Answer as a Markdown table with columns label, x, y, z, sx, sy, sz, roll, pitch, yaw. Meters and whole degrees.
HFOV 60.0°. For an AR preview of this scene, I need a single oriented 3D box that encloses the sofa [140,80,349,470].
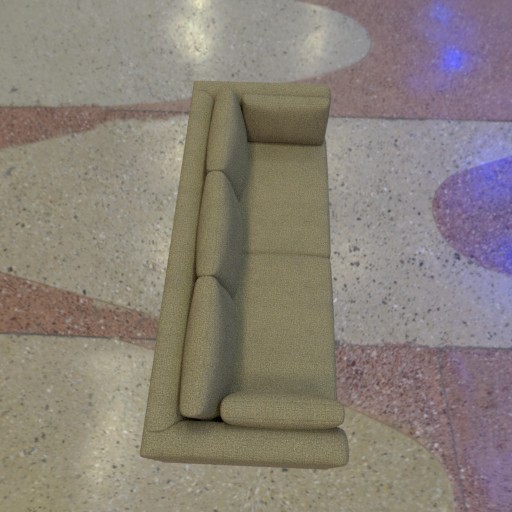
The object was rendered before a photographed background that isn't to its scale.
| label | x | y | z | sx | sy | sz | roll | pitch | yaw |
| --- | --- | --- | --- | --- | --- | --- | --- | --- | --- |
| sofa | 0.000 | 0.000 | 2.833 | 0.969 | 0.867 | 2.415 | 2 | 63 | 1 |
